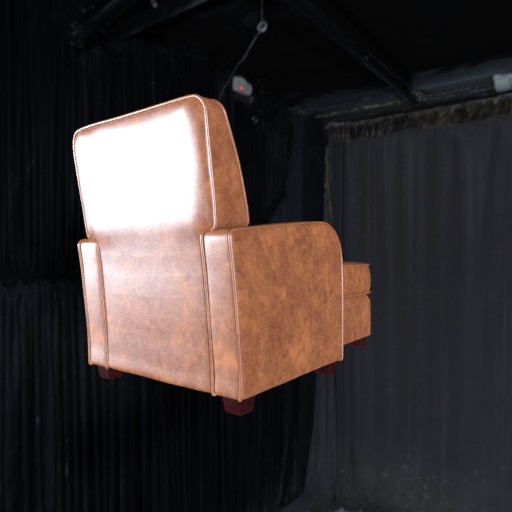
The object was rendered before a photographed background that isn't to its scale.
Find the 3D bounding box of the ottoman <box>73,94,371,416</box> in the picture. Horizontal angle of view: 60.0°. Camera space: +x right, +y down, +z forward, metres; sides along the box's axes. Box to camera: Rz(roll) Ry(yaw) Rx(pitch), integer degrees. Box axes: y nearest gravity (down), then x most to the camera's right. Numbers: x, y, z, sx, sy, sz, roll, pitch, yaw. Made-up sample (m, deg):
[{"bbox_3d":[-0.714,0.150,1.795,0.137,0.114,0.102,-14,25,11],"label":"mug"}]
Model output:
[{"bbox_3d":[0.000,0.000,1.872,0.732,0.904,1.314,0,0,37],"label":"ottoman"}]
